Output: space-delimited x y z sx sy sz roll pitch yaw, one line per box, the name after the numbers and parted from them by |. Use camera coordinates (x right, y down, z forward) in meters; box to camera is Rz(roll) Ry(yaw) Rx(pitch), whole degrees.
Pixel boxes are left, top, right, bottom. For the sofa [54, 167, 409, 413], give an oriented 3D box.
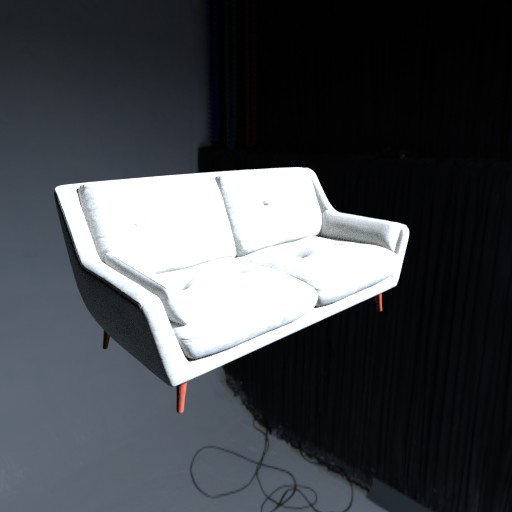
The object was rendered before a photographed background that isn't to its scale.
0.000 0.000 2.501 1.930 0.897 0.976 -14 21 -42 | sofa
